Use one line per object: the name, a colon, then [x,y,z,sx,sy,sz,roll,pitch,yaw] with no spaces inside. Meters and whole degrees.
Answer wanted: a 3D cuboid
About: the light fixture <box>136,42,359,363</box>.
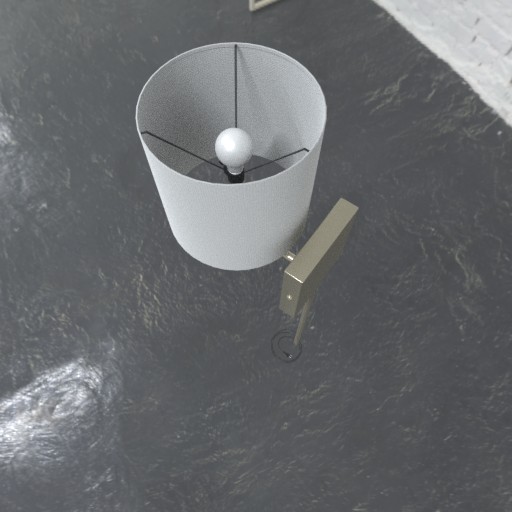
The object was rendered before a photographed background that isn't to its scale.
light fixture: [0.000,0.000,0.693,0.248,0.589,0.188,33,68,15]
